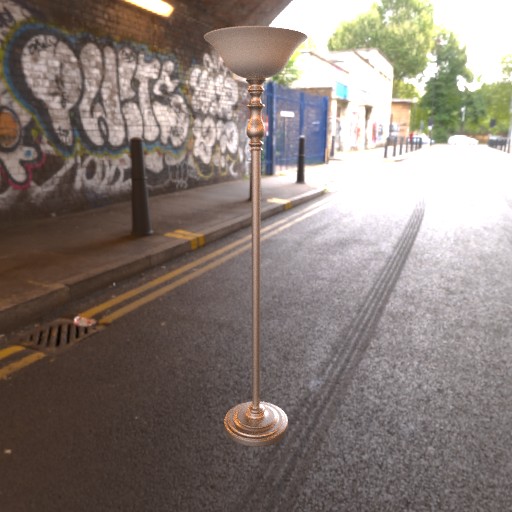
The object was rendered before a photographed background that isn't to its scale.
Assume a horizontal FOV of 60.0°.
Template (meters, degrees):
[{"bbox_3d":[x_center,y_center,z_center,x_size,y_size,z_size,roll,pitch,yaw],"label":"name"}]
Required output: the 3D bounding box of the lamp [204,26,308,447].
[{"bbox_3d":[0.000,0.000,1.971,0.405,1.771,0.405,-8,17,-25],"label":"lamp"}]
